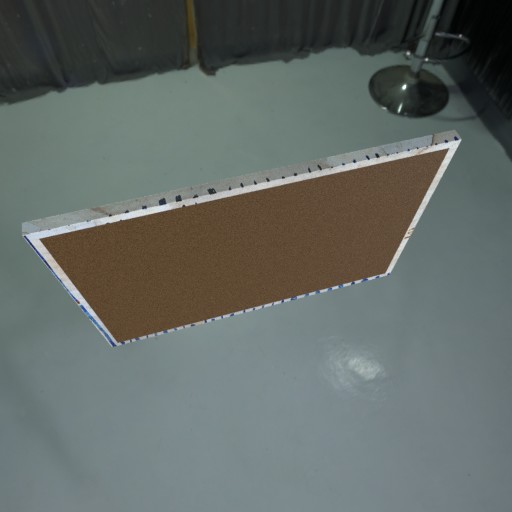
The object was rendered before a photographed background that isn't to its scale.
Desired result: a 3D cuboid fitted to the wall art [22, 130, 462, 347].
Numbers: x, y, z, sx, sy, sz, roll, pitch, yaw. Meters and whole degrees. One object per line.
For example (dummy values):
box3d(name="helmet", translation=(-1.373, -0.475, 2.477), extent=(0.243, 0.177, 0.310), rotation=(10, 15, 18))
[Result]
box3d(name="wall art", translation=(0.000, 0.000, 1.162), extent=(0.919, 0.609, 0.030), rotation=(-14, 60, -8))
